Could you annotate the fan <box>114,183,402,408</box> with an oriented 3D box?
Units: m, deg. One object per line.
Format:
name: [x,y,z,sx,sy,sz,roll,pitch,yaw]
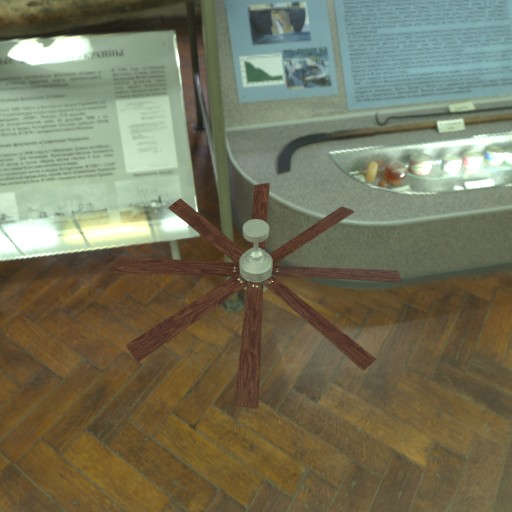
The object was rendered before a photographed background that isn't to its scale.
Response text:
fan: [0.000,0.000,2.746,1.830,0.472,1.830,-33,54,-28]
